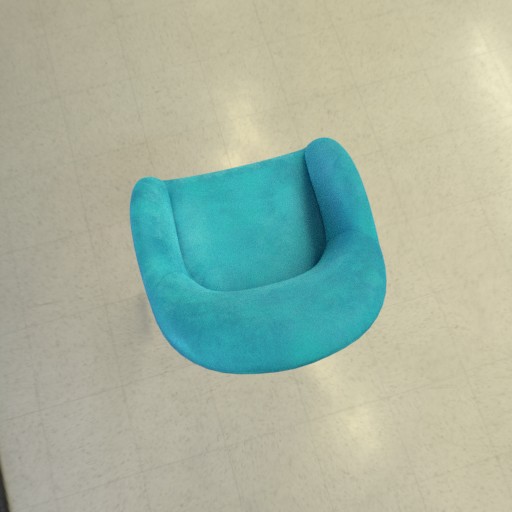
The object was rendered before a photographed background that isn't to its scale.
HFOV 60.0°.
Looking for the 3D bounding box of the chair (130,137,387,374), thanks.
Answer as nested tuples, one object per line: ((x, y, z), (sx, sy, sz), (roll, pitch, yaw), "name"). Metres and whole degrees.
((0.000, 0.000, 1.210), (0.550, 0.795, 0.590), (-13, 78, -3), "chair")
